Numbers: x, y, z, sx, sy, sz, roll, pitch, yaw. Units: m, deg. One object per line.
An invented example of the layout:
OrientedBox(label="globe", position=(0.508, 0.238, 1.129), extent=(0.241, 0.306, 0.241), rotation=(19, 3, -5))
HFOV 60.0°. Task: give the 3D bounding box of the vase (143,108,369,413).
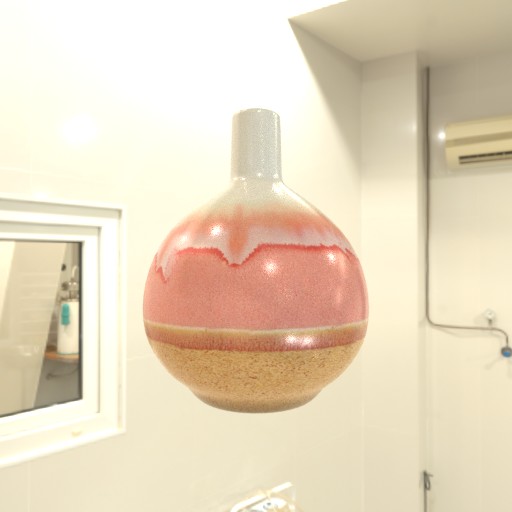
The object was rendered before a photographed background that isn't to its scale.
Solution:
OrientedBox(label="vase", position=(0.000, 0.000, 0.277), extent=(0.137, 0.176, 0.137), rotation=(0, -1, 0))
